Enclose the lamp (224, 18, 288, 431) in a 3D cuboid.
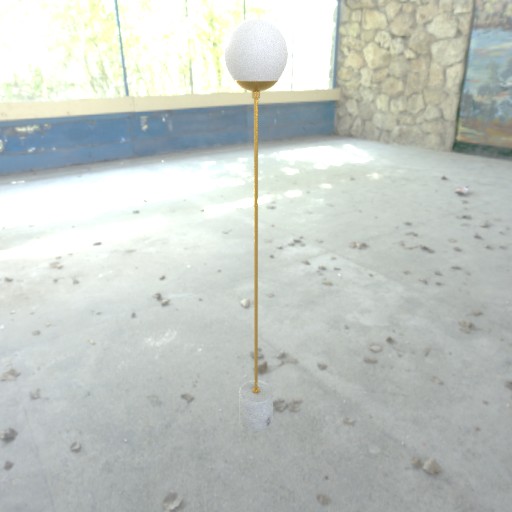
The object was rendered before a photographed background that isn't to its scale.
[{"bbox_3d":[0.000,0.000,1.848,0.224,1.753,0.224,-15,27,-31],"label":"lamp"}]
